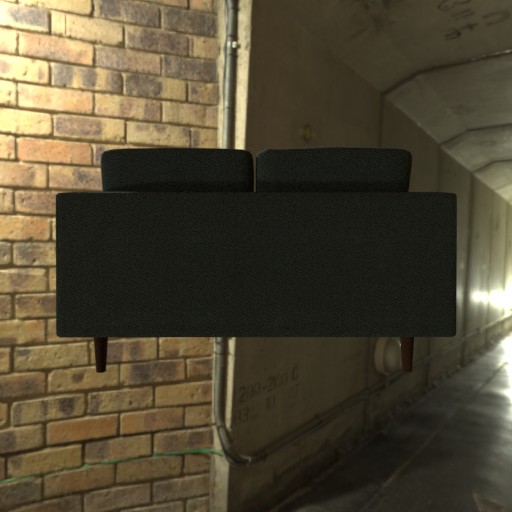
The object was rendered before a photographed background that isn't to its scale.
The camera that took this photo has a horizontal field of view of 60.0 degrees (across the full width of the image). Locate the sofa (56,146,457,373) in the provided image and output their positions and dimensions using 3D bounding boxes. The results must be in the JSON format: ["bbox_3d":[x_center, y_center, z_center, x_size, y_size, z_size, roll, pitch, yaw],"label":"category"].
[{"bbox_3d":[0.000,0.000,2.169,1.518,0.930,0.999,0,1,0],"label":"sofa"}]
